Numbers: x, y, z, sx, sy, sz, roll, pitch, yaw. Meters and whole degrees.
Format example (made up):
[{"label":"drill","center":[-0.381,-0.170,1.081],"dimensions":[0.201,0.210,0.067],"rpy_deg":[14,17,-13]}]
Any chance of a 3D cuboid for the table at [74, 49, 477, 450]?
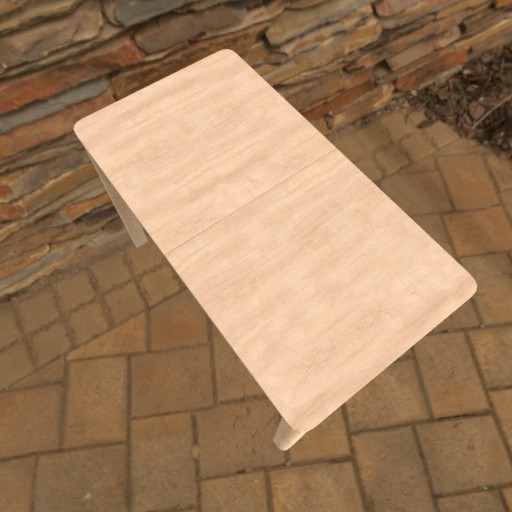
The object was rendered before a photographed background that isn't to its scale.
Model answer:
[{"label":"table","center":[0.000,0.000,1.954],"dimensions":[0.750,0.900,1.400],"rpy_deg":[-34,68,-16]}]
